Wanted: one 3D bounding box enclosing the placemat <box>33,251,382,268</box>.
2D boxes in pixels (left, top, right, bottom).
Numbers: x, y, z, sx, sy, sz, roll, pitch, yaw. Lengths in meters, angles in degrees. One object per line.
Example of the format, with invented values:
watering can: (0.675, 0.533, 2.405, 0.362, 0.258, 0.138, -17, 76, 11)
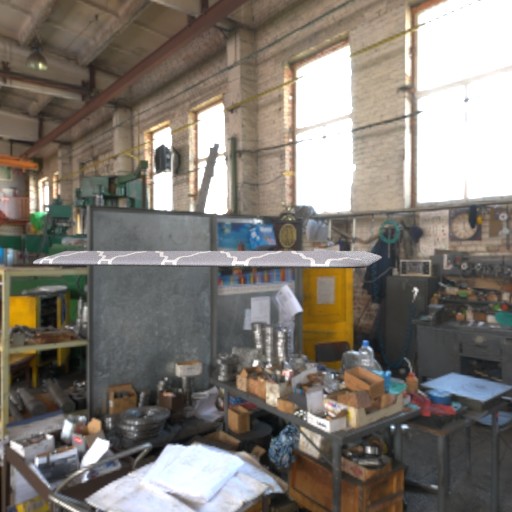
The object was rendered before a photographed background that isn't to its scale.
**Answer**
placemat: (0.000, 0.000, 0.960, 0.508, 0.021, 0.762, 0, 1, 17)
